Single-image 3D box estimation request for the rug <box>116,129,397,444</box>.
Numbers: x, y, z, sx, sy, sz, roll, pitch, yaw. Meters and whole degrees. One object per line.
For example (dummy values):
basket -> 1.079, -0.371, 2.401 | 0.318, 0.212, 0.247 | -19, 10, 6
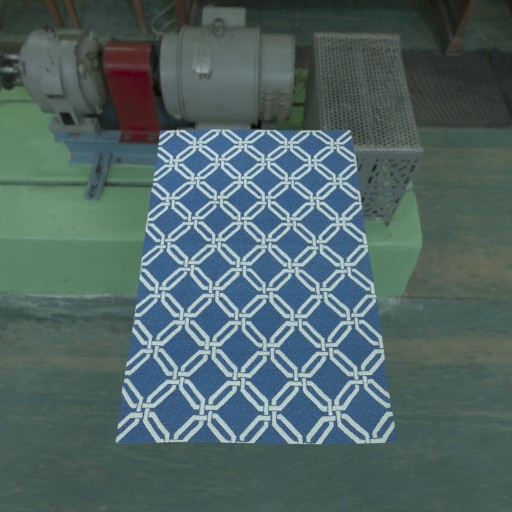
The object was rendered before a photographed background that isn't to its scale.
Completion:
rug -> 0.000, 0.000, 2.228 | 1.153, 0.010, 1.755 | 0, 60, 0
